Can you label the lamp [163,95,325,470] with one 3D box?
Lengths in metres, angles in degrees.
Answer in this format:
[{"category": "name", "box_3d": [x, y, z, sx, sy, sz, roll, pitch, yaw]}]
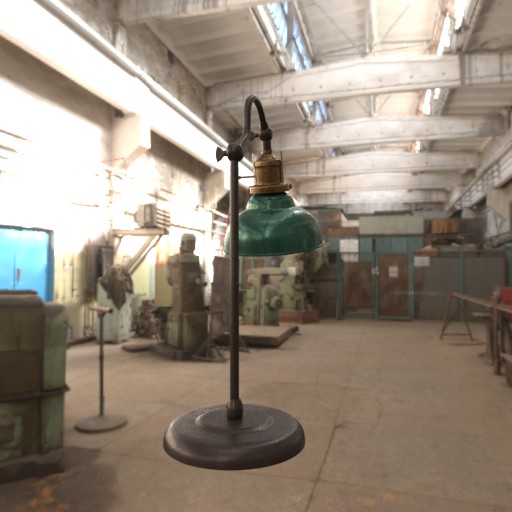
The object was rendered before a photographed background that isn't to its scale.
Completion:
[{"category": "lamp", "box_3d": [0.000, 0.000, 0.701, 0.192, 0.508, 0.374, -1, -2, 19]}]
